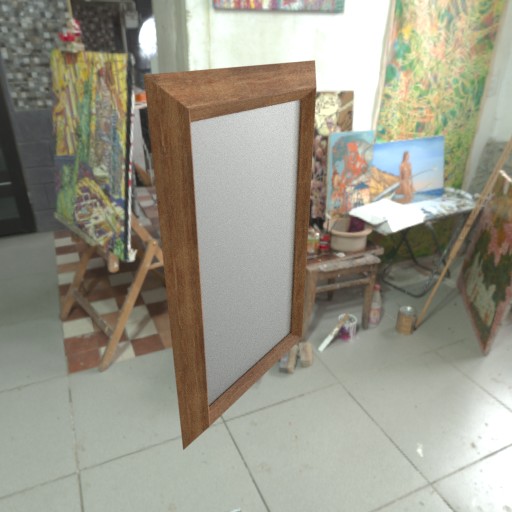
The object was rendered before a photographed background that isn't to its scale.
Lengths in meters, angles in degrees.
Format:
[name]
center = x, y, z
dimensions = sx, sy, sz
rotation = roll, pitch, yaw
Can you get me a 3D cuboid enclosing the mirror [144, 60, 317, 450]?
[mirror]
center = 0.000, 0.000, 1.281
dimensions = 0.047, 1.010, 0.651
rotation = 18, 32, 32
